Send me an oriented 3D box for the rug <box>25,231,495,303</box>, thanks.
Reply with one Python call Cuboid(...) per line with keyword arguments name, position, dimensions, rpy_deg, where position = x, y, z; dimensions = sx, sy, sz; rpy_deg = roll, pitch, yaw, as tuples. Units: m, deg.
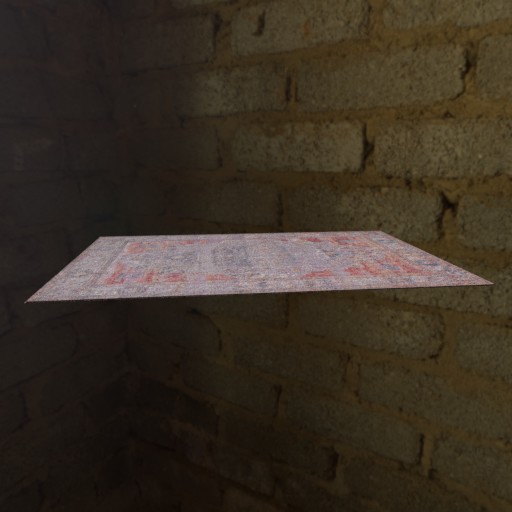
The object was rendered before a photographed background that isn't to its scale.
Cuboid(name="rug", position=(0.000, 0.000, 2.293), dimensions=(1.829, 0.005, 1.219), rpy_deg=(-2, 14, -7))
